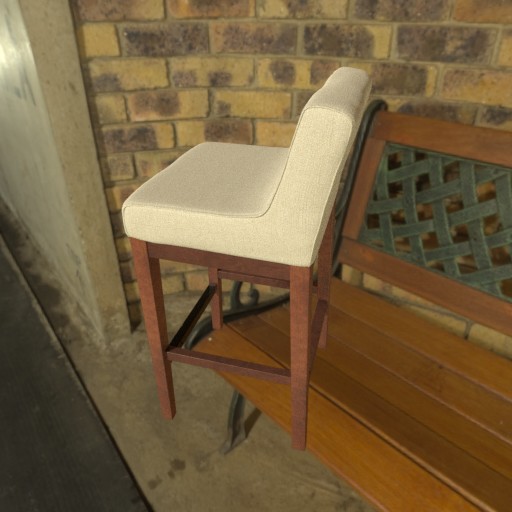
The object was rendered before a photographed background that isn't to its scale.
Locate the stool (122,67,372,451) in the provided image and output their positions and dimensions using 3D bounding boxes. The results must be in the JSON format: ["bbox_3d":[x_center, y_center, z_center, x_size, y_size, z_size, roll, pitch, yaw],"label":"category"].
[{"bbox_3d":[0.000,0.000,1.230,0.500,0.937,0.511,8,31,13],"label":"stool"}]
